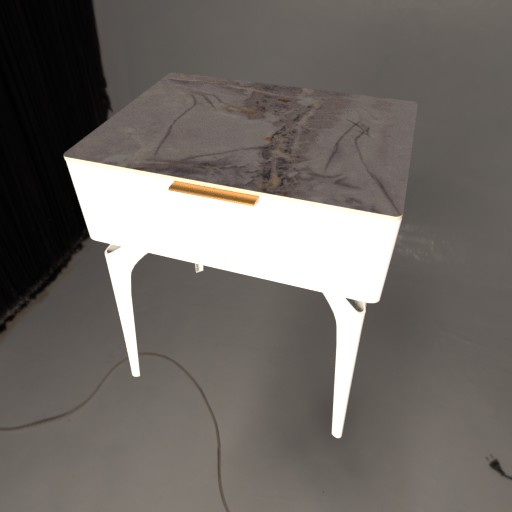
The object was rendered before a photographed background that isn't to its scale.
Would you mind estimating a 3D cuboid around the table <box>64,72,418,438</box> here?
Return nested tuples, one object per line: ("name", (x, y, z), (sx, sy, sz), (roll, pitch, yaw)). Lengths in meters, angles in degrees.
("table", (0.000, 0.000, 0.925), (0.500, 0.570, 0.400), (12, 43, 13))
